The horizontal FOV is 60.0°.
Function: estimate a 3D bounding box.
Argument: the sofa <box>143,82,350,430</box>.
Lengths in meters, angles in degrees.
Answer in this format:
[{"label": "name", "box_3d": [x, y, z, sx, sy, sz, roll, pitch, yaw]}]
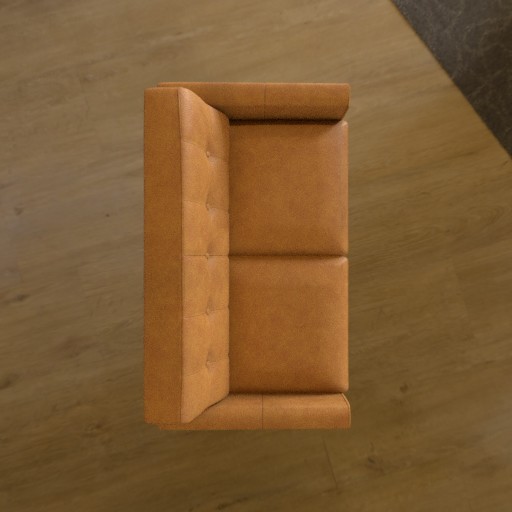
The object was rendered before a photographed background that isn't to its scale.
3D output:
[{"label": "sofa", "box_3d": [0.000, 0.000, 2.258, 0.952, 0.925, 1.651, 0, 90, 0]}]
